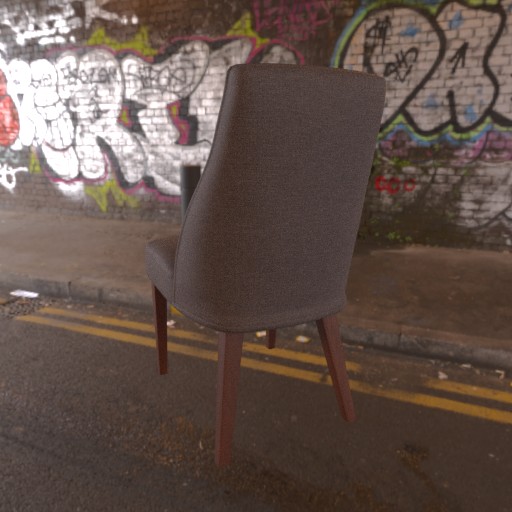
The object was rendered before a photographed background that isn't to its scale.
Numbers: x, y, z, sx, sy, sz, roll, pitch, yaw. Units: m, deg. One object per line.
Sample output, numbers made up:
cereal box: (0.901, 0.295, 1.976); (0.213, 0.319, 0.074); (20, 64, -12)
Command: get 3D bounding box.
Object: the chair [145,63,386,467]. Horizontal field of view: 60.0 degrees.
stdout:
chair: (0.000, 0.000, 1.254); (0.500, 0.930, 0.620); (-7, 17, -26)
